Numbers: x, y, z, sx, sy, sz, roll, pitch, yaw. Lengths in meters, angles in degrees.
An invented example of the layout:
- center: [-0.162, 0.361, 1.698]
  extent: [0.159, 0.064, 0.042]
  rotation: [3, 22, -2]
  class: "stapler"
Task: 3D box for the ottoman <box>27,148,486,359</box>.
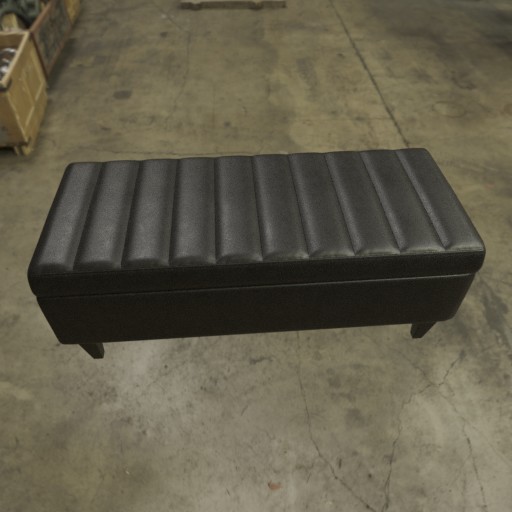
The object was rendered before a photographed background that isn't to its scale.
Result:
- center: [0.000, 0.000, 1.386]
  extent: [1.151, 0.469, 0.482]
  rotation: [-3, 47, -3]
  class: "ottoman"
